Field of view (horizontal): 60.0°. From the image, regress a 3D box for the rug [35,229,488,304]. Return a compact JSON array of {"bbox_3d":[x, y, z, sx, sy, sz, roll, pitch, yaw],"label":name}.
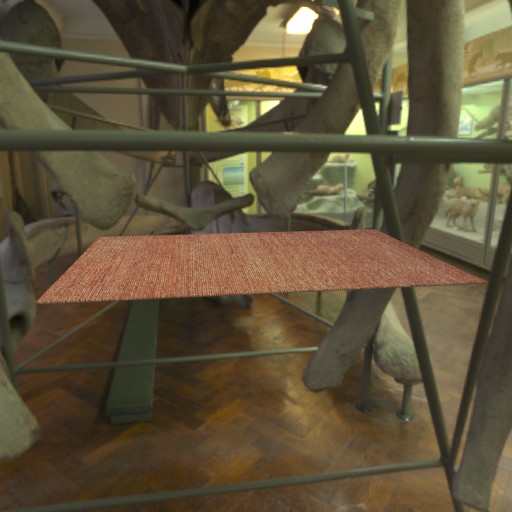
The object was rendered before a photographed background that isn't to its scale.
[{"bbox_3d":[0.000,0.000,2.232,1.747,0.011,1.139,-2,15,-8],"label":"rug"}]
